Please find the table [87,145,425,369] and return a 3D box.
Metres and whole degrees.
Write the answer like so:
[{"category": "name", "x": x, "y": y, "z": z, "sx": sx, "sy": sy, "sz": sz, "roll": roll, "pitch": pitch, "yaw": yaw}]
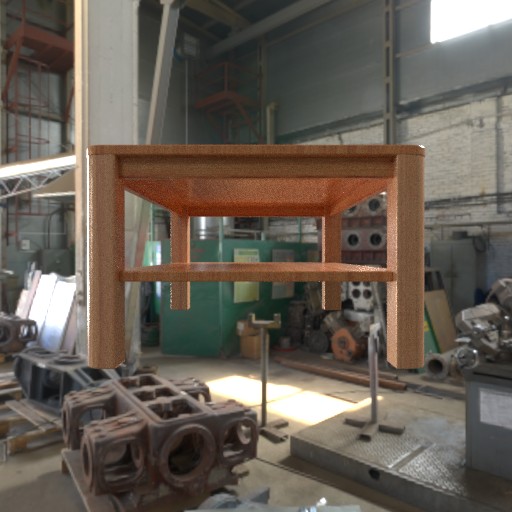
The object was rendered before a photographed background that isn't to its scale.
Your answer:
[{"category": "table", "x": 0.000, "y": 0.000, "z": 1.375, "sx": 0.696, "sy": 0.445, "sz": 0.997, "roll": 0, "pitch": 0, "yaw": 0}]
